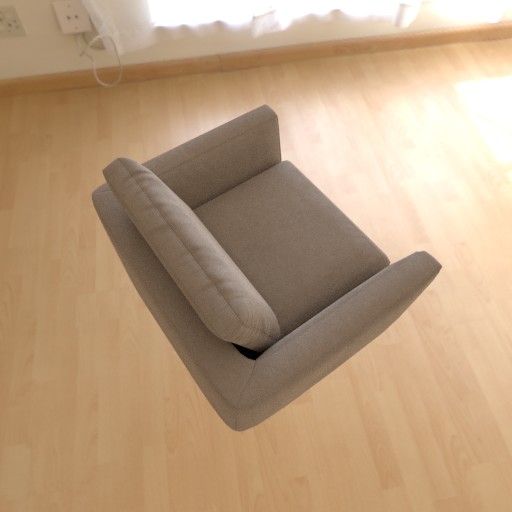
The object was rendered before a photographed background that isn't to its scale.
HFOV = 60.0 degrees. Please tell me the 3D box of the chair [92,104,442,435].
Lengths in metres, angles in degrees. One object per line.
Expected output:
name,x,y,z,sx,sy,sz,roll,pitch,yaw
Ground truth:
chair,0.000,0.000,1.762,0.889,0.864,1.041,-31,63,-18
